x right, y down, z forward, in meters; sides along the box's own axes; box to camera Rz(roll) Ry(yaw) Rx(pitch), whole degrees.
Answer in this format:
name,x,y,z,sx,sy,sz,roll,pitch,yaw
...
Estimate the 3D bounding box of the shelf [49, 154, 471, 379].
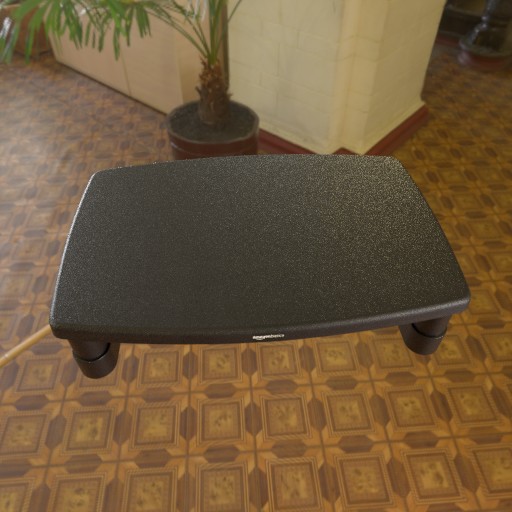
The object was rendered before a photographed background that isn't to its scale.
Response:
name,x,y,z,sx,sy,sz,roll,pitch,yaw
shelf,0.000,0.000,0.521,0.410,0.100,0.280,-3,46,-3
